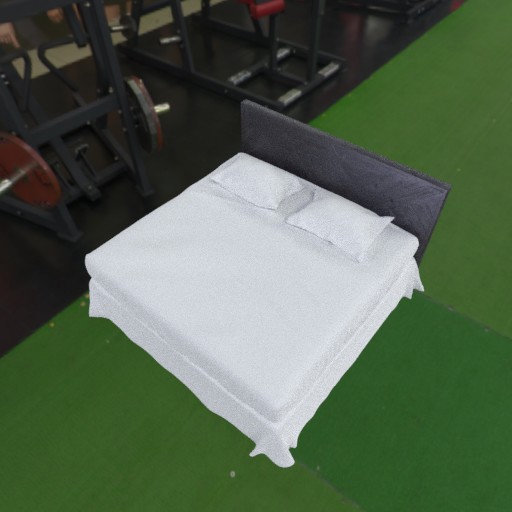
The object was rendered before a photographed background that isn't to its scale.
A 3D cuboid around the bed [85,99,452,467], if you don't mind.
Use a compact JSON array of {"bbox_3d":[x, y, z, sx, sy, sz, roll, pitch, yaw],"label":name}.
[{"bbox_3d":[0.000,0.000,3.574,2.255,1.158,2.165,31,55,26],"label":"bed"}]
